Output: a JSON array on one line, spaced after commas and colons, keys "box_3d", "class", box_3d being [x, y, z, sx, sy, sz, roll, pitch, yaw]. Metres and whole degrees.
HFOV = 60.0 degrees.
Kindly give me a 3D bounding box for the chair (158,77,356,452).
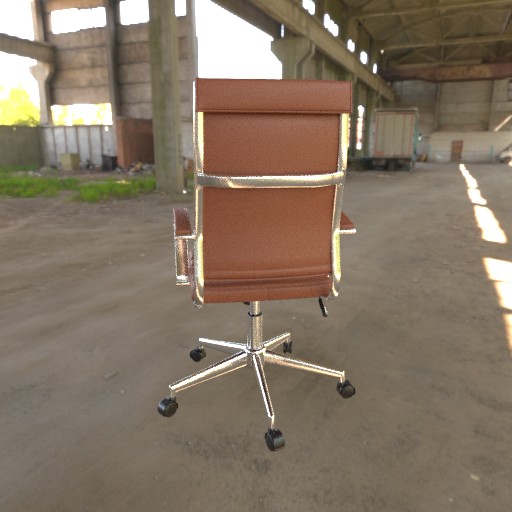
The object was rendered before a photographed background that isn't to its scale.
[{"box_3d": [0.000, 0.000, 1.644, 0.766, 1.149, 0.739, -2, 15, -9], "class": "chair"}]
